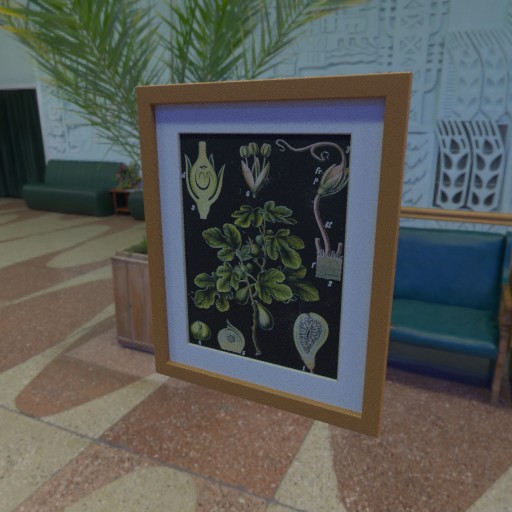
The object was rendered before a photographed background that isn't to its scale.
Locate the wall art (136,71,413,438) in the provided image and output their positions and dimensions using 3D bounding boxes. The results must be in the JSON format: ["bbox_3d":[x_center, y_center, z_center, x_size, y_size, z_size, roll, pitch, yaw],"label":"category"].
[{"bbox_3d":[0.000,0.000,0.748,0.452,0.553,0.022,8,18,25],"label":"wall art"}]
